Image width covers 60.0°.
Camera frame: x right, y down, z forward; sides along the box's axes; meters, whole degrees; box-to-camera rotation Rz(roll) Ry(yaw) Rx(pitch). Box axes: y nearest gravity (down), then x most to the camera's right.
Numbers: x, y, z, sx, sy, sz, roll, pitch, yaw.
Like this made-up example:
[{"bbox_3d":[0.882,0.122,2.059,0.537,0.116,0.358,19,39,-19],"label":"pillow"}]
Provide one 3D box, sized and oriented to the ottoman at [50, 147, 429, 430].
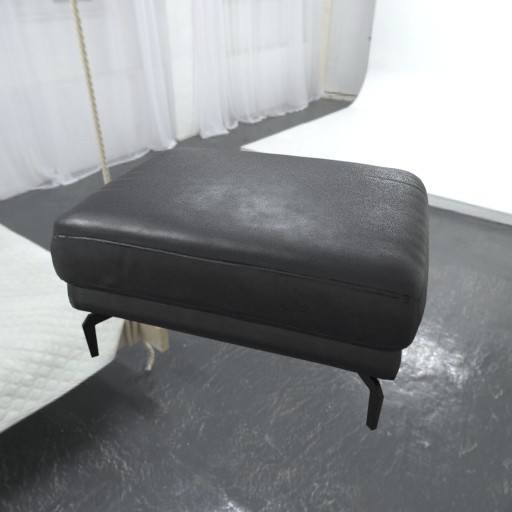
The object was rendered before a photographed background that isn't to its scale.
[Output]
[{"bbox_3d":[0.000,0.000,1.090,0.764,0.402,0.570,10,32,16],"label":"ottoman"}]
